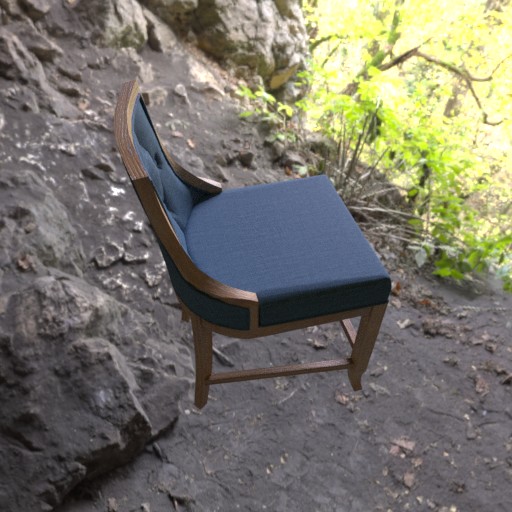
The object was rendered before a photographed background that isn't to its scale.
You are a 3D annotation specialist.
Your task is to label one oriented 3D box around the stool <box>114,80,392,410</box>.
[{"bbox_3d":[0.000,0.000,1.325,0.626,0.938,0.524,-10,45,-10],"label":"stool"}]
